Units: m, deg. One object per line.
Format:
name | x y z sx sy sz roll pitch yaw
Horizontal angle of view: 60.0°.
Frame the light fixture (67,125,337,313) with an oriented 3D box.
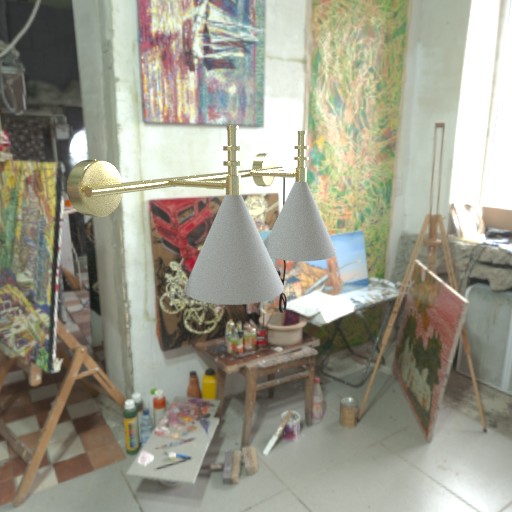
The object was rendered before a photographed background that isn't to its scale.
light fixture | 0.000 0.000 0.851 0.239 0.468 0.642 7 16 26
